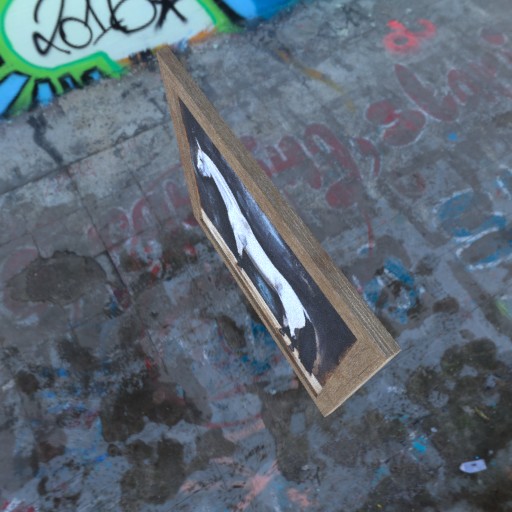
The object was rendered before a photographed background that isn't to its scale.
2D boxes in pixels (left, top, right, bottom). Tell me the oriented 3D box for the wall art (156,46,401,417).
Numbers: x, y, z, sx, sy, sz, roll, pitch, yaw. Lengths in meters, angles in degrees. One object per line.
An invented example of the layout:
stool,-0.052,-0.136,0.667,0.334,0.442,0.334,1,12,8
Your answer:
wall art,0.000,0.000,0.974,0.026,0.588,0.690,-29,67,-14
